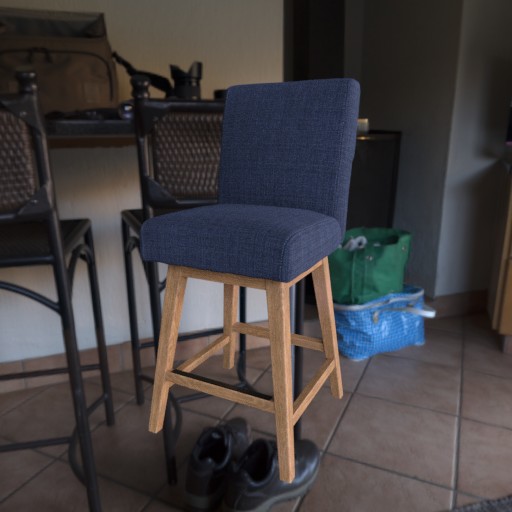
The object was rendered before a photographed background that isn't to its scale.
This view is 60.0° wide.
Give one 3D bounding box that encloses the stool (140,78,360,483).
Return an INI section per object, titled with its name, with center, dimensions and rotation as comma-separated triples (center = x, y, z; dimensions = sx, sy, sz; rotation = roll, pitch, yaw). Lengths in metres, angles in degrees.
[stool]
center = 0.000, 0.000, 1.304
dimensions = 0.459, 1.010, 0.526
rotation = 7, 16, 26
